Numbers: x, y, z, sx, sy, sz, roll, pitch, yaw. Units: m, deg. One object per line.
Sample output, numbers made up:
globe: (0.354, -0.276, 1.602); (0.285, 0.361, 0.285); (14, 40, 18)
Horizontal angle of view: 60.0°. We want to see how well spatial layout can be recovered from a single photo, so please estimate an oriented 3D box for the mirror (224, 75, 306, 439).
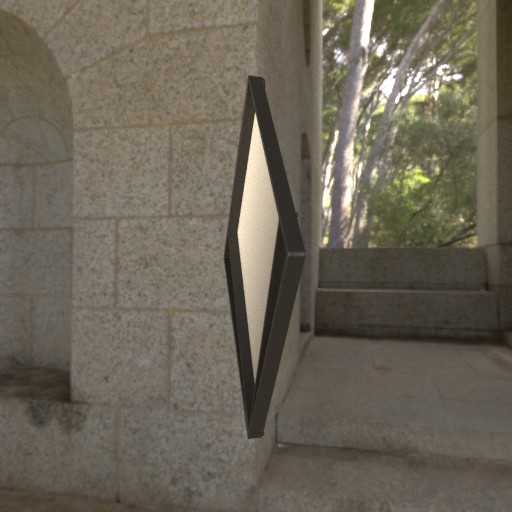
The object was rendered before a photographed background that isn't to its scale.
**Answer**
mirror: (0.000, 0.000, 0.832); (0.032, 0.679, 0.419); (0, -1, -17)
